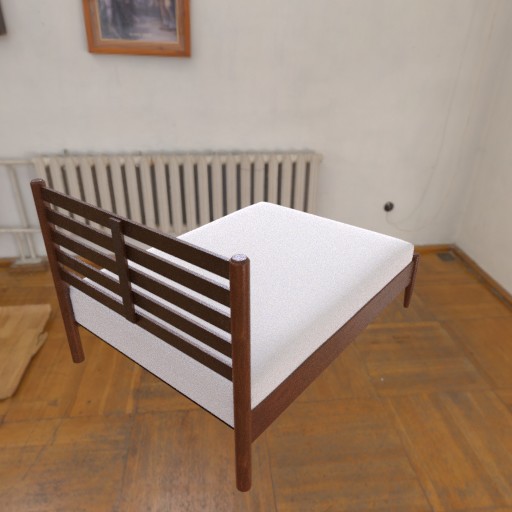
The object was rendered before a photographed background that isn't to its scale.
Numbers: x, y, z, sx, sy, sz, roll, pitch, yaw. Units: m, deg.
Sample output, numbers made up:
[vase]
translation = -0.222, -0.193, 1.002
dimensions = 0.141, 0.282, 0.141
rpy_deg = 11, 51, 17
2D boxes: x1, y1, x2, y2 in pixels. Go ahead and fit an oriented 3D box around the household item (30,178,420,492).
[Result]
[household item]
translation = 0.000, 0.000, 3.219
dimensions = 1.663, 1.356, 2.232
rpy_deg = 20, 34, 34
